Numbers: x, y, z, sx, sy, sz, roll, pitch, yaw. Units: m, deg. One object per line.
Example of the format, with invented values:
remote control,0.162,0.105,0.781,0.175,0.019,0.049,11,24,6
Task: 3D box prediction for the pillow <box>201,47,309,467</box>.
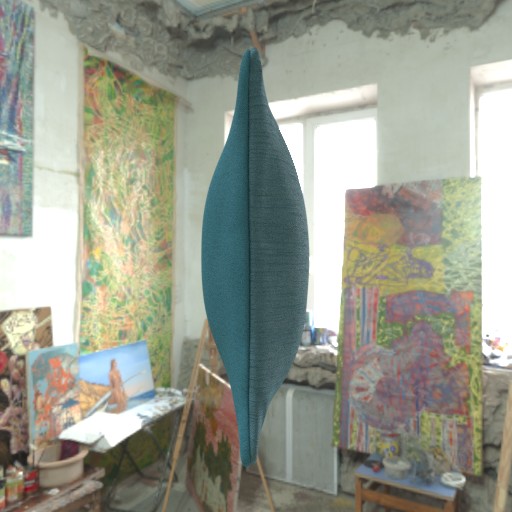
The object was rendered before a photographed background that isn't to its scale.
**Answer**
pillow,0.000,0.000,0.646,0.151,0.415,0.433,0,0,0
